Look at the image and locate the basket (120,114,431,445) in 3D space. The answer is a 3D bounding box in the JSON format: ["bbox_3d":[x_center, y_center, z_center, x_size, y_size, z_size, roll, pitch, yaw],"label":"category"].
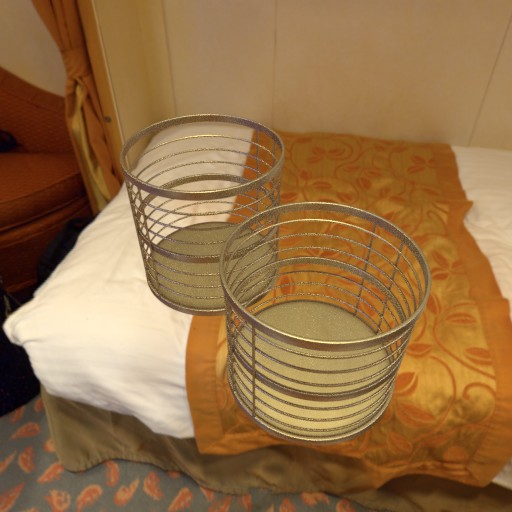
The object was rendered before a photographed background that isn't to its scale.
[{"bbox_3d":[0.000,0.000,0.961,0.356,0.351,0.746,-26,47,-26],"label":"basket"}]
